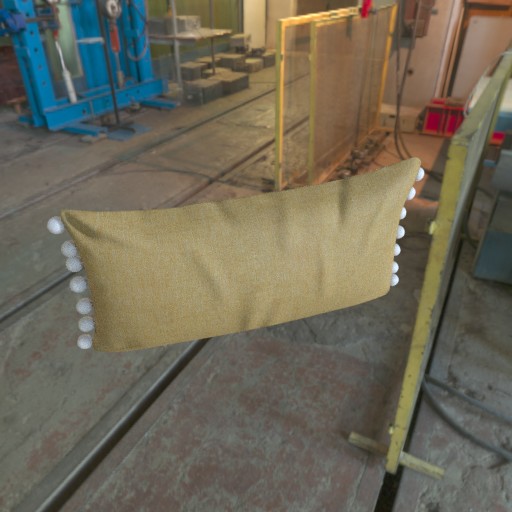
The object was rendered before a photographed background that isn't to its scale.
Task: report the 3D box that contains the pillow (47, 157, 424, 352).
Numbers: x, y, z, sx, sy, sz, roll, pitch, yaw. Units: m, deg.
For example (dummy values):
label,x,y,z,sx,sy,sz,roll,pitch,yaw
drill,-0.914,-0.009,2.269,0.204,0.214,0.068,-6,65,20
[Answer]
label,x,y,z,sx,sy,sz,roll,pitch,yaw
pillow,0.000,0.000,0.852,0.709,0.322,0.201,-10,34,-15
